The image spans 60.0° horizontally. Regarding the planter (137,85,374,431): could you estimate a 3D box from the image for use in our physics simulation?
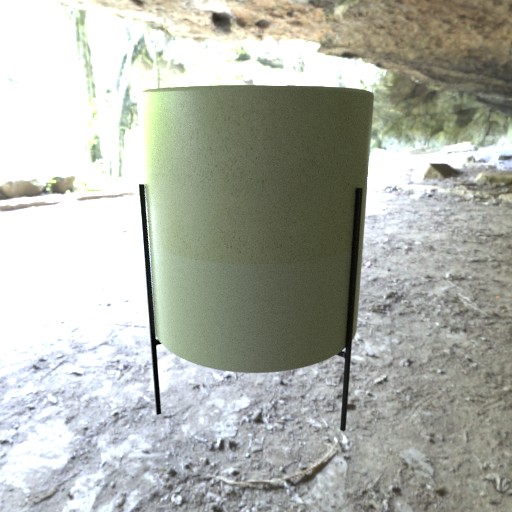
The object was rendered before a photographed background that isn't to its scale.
[{"bbox_3d":[0.000,0.000,0.698,0.324,0.483,0.333,2,17,7],"label":"planter"}]
